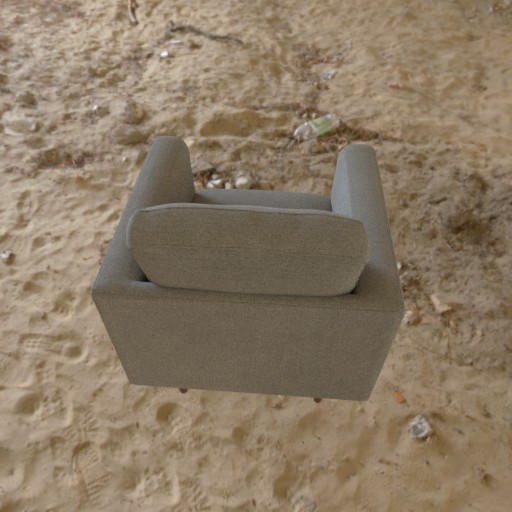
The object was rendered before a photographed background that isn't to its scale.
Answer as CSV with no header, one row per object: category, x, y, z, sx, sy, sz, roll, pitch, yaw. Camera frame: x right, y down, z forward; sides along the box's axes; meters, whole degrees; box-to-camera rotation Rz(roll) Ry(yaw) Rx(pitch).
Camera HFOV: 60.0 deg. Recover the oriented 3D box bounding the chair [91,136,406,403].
chair,0.000,0.000,1.598,0.855,0.927,0.800,3,48,3
